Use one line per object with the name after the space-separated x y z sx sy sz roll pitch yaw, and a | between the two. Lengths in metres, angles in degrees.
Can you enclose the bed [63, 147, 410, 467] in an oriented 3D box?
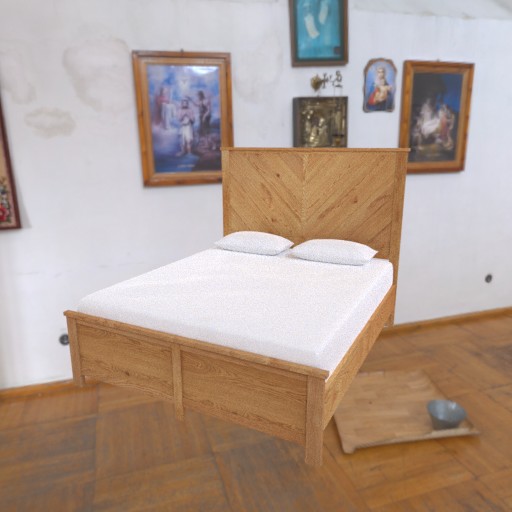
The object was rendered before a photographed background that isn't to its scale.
0.000 0.000 4.125 2.225 1.938 2.530 7 16 26 | bed
